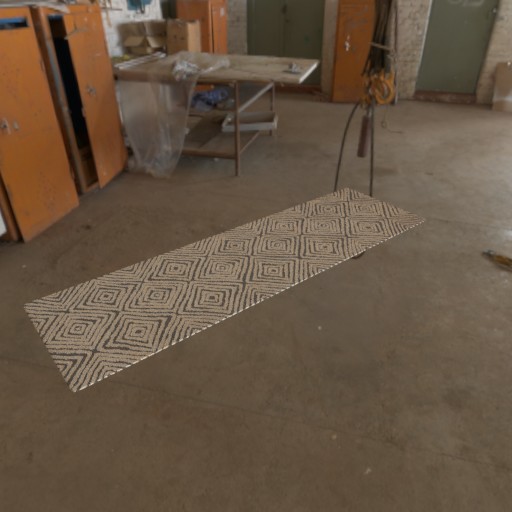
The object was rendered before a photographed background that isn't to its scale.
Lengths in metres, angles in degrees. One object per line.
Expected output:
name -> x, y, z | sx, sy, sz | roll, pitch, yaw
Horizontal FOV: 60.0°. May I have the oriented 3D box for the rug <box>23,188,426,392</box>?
rug -> 0.000, 0.000, 2.471 | 2.277, 0.008, 0.676 | -23, 38, -32
